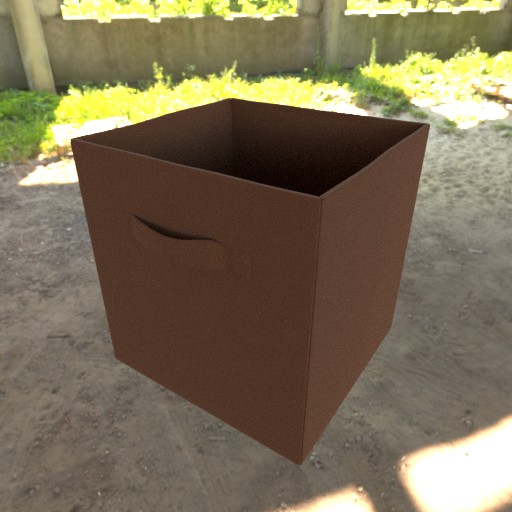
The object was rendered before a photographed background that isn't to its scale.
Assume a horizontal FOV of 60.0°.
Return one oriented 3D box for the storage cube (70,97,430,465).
[{"bbox_3d":[0.000,0.000,0.505,0.270,0.280,0.270,19,35,29],"label":"storage cube"}]
